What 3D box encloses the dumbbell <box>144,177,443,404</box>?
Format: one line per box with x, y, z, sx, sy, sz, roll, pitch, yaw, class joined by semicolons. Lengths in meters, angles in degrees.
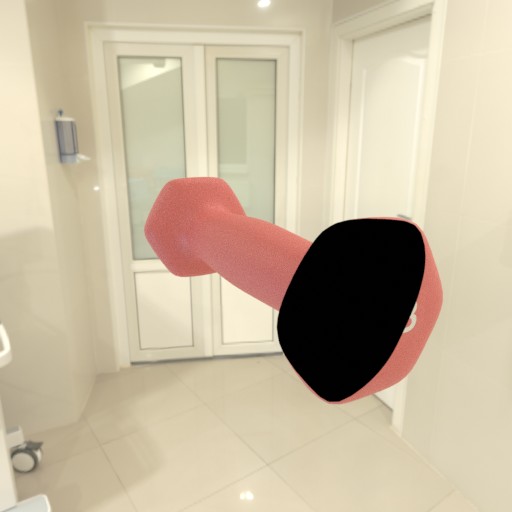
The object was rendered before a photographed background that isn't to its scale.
0.000;0.000;0.149;0.047;0.043;0.123;-8;18;-27;dumbbell
